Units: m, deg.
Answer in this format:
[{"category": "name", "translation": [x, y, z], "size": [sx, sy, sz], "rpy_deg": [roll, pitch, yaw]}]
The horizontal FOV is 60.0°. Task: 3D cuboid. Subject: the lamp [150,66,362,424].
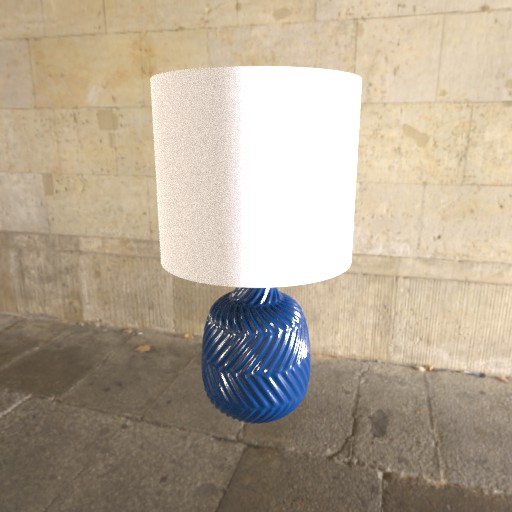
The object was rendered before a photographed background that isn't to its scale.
[{"category": "lamp", "translation": [0.000, 0.000, 0.484], "size": [0.203, 0.368, 0.203], "rpy_deg": [-8, 17, -27]}]
